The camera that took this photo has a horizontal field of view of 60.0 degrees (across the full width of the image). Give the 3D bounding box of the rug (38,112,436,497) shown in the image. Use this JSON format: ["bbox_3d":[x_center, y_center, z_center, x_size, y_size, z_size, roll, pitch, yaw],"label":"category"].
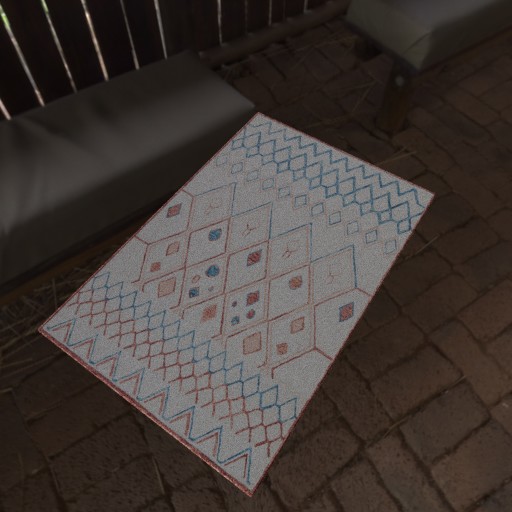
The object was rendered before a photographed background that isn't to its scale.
[{"bbox_3d":[0.000,0.000,2.287,1.219,0.016,1.829,30,63,18],"label":"rug"}]
